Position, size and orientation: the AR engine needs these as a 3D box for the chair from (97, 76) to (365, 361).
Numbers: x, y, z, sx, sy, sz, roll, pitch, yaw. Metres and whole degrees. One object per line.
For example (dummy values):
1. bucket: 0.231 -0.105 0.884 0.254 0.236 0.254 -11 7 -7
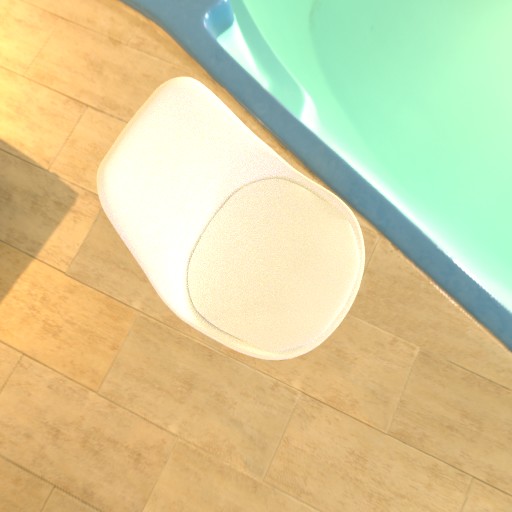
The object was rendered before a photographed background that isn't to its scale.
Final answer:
1. chair: 0.000 0.000 1.171 0.550 0.849 0.485 31 78 7
